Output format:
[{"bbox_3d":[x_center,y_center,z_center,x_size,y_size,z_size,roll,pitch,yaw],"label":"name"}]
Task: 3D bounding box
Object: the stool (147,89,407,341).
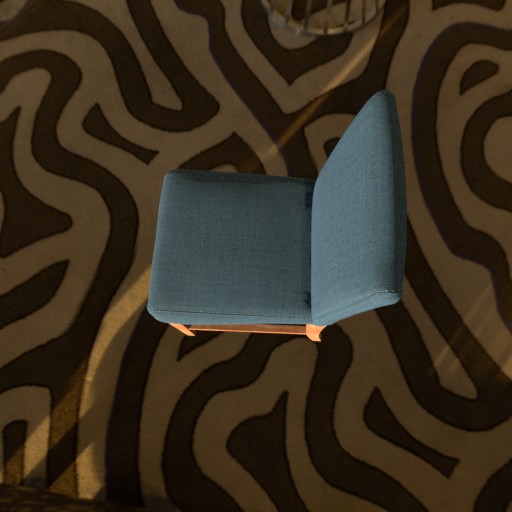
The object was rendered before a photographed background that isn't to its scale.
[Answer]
[{"bbox_3d":[0.000,0.000,1.360,0.574,1.088,0.454,3,75,1],"label":"stool"}]
